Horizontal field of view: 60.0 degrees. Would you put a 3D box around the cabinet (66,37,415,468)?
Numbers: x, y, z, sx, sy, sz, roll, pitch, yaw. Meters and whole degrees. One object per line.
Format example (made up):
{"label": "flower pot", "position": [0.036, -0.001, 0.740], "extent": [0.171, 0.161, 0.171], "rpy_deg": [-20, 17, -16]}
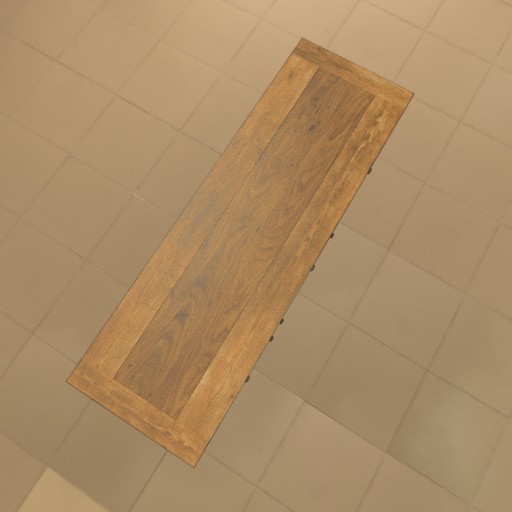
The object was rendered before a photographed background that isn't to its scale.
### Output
{"label": "cabinet", "position": [0.000, 0.000, 1.885], "extent": [0.480, 0.813, 1.474], "rpy_deg": [30, 77, 8]}
